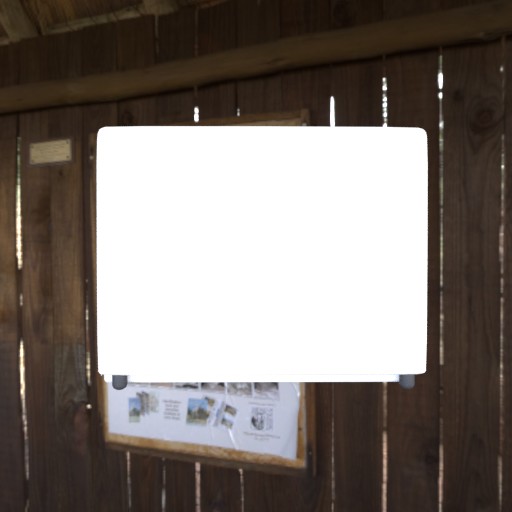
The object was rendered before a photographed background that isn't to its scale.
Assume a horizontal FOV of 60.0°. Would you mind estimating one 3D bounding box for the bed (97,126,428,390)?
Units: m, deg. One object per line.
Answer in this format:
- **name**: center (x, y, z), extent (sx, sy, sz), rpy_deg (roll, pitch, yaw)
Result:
- **bed**: center (0.000, 0.000, 3.255), extent (1.714, 1.330, 2.147), rpy_deg (0, 1, -1)
